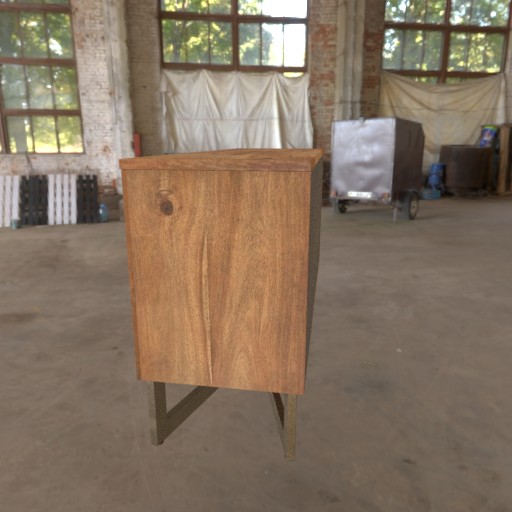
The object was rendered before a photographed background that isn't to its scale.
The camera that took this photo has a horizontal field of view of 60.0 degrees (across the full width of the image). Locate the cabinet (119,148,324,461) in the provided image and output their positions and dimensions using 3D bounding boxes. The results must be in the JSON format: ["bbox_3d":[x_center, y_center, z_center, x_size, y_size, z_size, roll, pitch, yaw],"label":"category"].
[{"bbox_3d":[0.000,0.000,1.774,0.480,0.812,1.373,2,15,9],"label":"cabinet"}]
